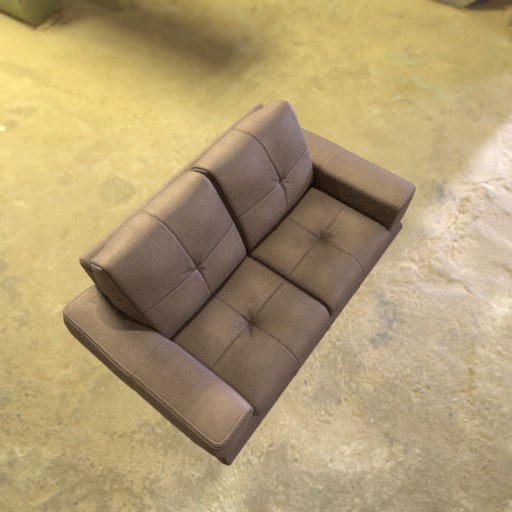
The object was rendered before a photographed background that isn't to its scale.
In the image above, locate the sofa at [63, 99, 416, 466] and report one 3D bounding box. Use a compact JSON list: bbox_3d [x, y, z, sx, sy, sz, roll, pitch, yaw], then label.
[{"bbox_3d":[0.000,0.000,2.378,1.018,0.907,1.806,33,64,19],"label":"sofa"}]
